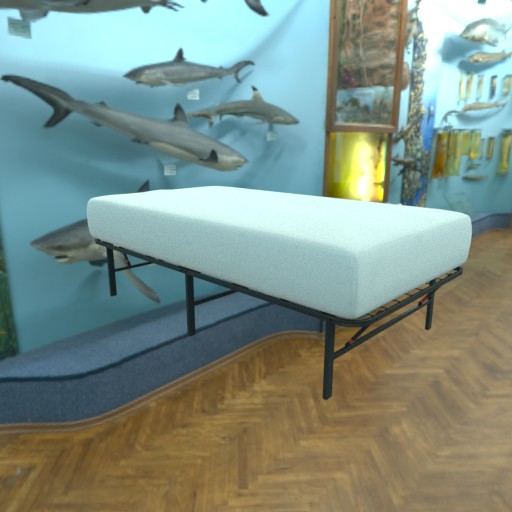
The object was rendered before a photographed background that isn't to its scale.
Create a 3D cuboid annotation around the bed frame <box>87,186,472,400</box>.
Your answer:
[{"bbox_3d":[0.000,0.000,2.438,1.908,0.640,1.025,14,20,43],"label":"bed frame"}]
